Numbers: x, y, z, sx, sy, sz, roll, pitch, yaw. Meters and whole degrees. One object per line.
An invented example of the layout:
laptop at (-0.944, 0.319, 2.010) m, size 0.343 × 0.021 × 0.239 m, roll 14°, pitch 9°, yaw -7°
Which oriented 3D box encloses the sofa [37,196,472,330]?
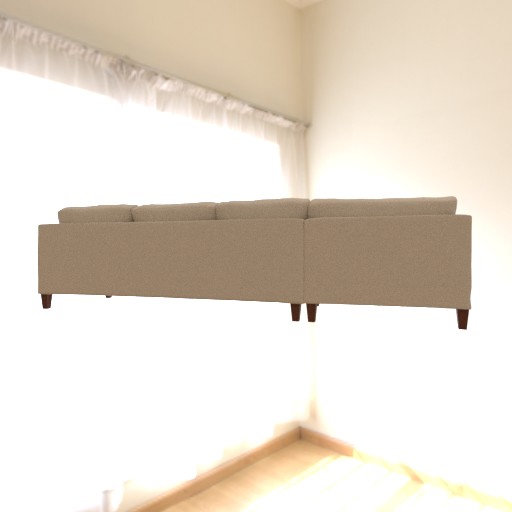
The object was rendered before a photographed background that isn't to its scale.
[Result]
sofa at (0.000, 0.000, 3.850) m, size 3.186 × 0.846 × 1.625 m, roll 0°, pitch 1°, yaw 17°
